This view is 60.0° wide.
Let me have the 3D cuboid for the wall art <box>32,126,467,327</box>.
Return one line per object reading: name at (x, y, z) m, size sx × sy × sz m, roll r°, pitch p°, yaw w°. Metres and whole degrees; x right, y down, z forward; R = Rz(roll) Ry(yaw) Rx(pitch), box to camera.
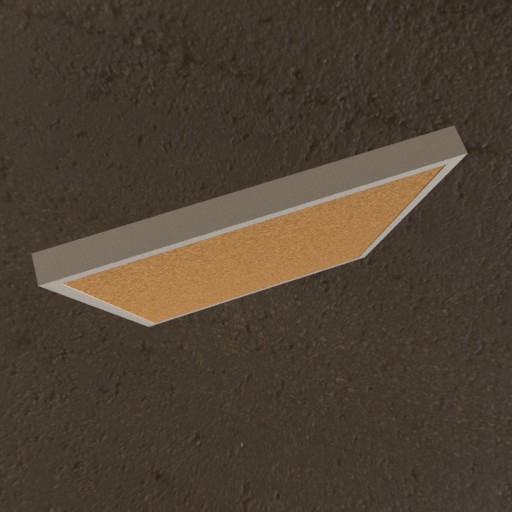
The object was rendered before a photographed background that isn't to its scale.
wall art at (0.000, 0.000, 0.747) m, size 0.506 × 0.505 × 0.038 m, roll -18°, pitch 77°, yaw -4°
